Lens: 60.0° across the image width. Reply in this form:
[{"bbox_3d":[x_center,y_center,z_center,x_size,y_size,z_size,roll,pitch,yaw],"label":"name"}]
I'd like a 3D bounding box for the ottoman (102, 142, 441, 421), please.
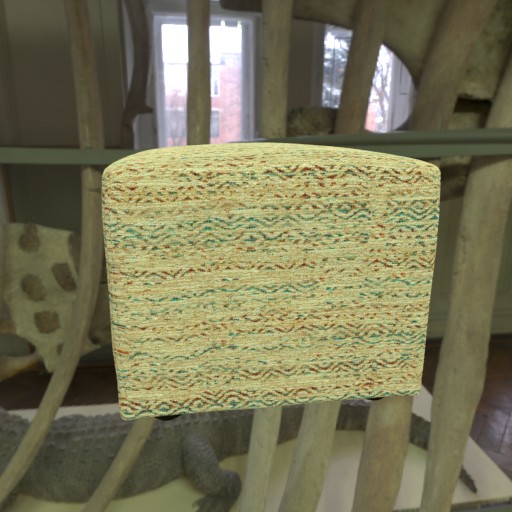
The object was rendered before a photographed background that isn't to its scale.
[{"bbox_3d":[0.000,0.000,0.919,0.512,0.453,0.521,-2,15,-8],"label":"ottoman"}]
